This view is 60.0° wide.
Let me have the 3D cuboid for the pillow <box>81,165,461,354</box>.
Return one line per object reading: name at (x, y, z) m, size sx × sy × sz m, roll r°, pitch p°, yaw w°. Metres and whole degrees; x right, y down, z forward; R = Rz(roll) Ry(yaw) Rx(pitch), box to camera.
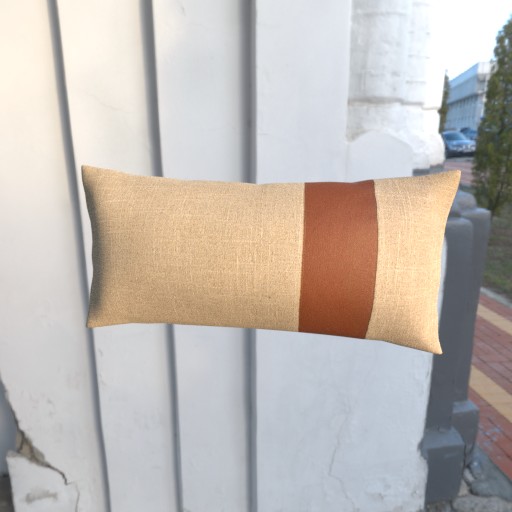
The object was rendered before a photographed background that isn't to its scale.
pillow at (0.000, 0.000, 0.726) m, size 0.612 × 0.282 × 0.155 m, roll 3°, pitch 16°, yaw 9°
